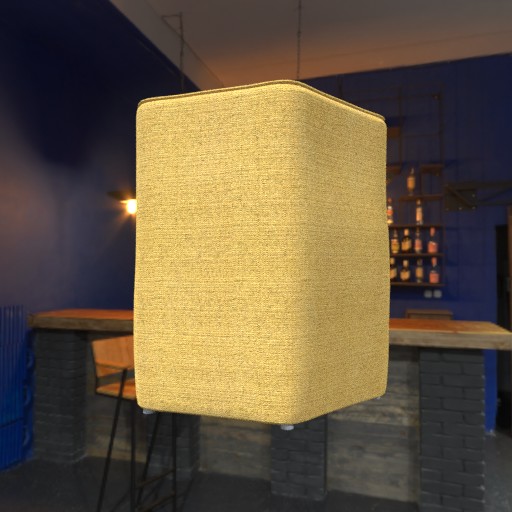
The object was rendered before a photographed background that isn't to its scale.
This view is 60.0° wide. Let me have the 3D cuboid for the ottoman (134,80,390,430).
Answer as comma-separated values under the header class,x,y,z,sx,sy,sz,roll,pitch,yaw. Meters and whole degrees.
class,x,y,z,sx,sy,sz,roll,pitch,yaw
ottoman,0.000,0.000,0.856,0.494,0.502,0.443,-1,-2,18
